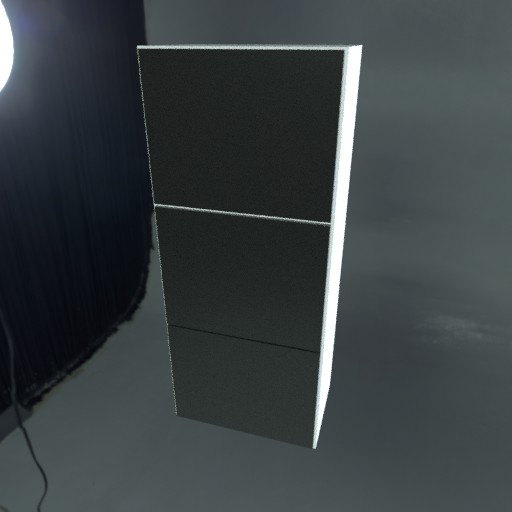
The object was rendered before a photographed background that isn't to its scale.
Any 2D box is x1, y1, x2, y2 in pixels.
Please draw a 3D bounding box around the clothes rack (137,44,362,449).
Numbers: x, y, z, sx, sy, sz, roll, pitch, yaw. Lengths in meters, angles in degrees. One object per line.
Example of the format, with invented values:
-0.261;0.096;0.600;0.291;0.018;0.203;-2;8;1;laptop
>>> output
0.000;0.000;1.383;0.500;1.187;0.330;8;27;15;clothes rack
